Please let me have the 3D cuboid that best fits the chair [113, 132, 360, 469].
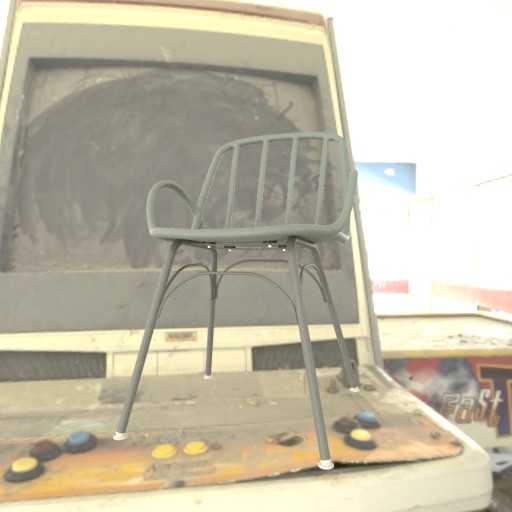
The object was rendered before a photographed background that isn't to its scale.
[{"bbox_3d":[0.000,0.000,1.197,0.549,0.816,0.597,0,0,17],"label":"chair"}]
